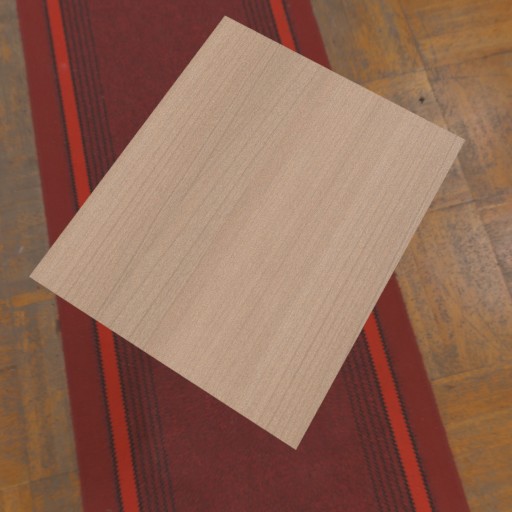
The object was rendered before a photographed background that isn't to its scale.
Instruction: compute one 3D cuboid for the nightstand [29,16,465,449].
[{"bbox_3d":[0.000,0.000,0.826,0.380,0.530,0.450,31,78,7],"label":"nightstand"}]
